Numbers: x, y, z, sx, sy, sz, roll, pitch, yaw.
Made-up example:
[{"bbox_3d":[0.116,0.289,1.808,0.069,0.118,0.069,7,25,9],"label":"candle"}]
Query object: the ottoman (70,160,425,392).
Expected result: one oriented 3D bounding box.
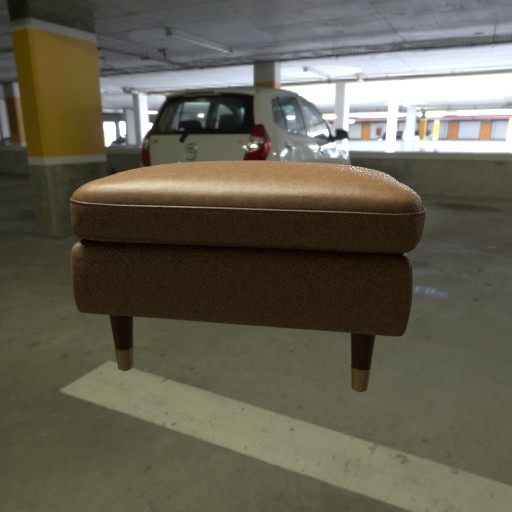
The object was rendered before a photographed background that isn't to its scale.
[{"bbox_3d":[0.000,0.000,1.152,0.747,0.478,0.593,3,15,9],"label":"ottoman"}]
